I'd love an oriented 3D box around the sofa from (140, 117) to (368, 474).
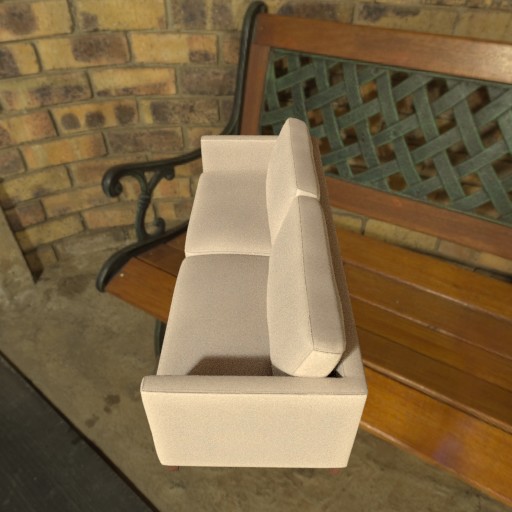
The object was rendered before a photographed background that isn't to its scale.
[{"bbox_3d":[0.000,0.000,2.820,0.951,0.968,2.361,1,40,1],"label":"sofa"}]
